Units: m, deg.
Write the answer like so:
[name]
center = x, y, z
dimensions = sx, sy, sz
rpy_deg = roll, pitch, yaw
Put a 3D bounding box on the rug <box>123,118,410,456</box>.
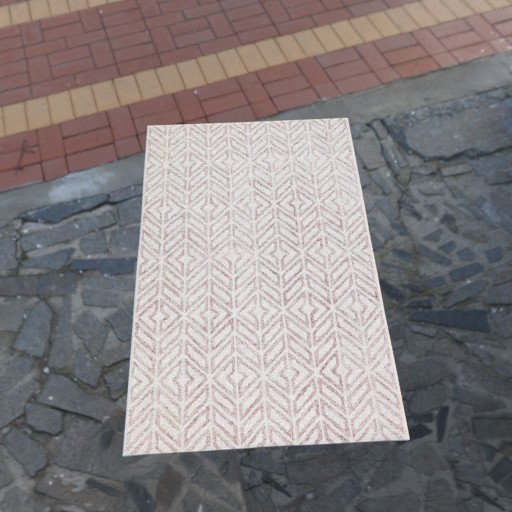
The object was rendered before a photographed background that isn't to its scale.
[rug]
center = 0.000, 0.000, 2.288
dimensions = 1.220, 0.007, 1.828
rpy_deg = -3, 63, -1
